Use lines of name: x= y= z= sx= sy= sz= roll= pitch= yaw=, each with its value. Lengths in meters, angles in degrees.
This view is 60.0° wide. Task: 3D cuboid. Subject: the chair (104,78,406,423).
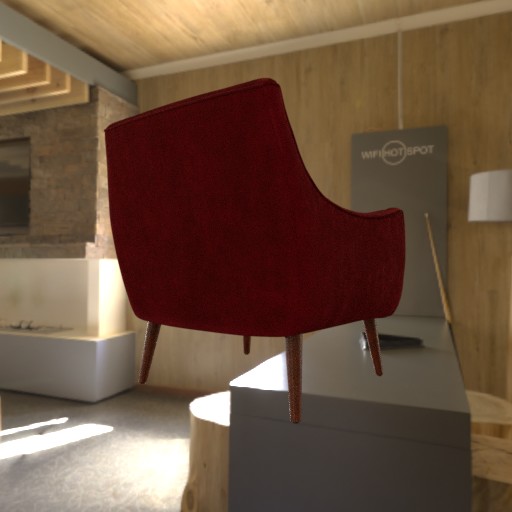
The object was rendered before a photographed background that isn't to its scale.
chair: x=0.000 y=0.000 z=1.474 sx=0.762 sy=0.838 sz=0.787 roll=0 pitch=-1 yaw=37
